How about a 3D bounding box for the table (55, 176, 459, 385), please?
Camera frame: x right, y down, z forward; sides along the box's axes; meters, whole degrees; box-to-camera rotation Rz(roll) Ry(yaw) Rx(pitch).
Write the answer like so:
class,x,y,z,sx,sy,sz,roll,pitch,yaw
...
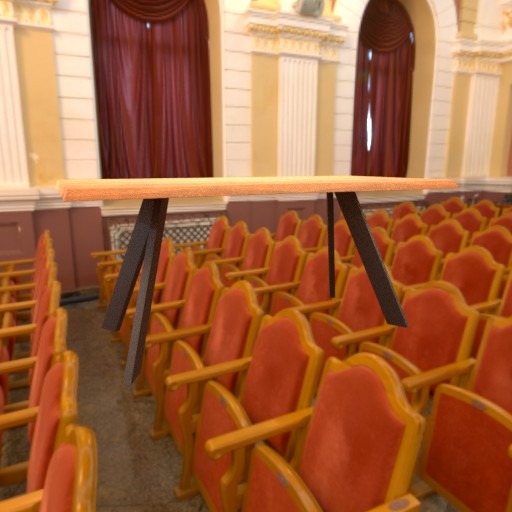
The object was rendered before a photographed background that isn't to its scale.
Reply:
class,x,y,z,sx,sy,sz,roll,pitch,yaw
table,0.000,0.000,2.276,1.800,0.770,0.900,-6,13,-25
